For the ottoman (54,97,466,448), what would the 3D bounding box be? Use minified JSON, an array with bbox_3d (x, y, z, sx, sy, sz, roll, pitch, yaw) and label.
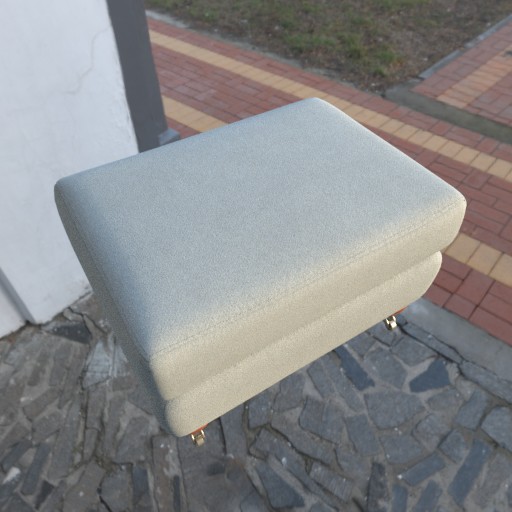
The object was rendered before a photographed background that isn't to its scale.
[{"bbox_3d":[0.000,0.000,1.116,0.773,0.499,0.569,-25,52,-21],"label":"ottoman"}]
